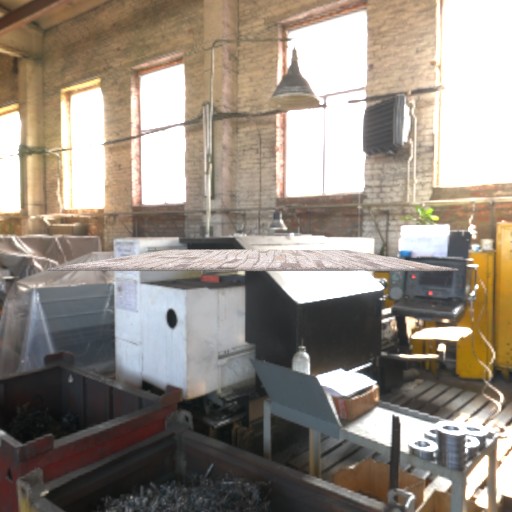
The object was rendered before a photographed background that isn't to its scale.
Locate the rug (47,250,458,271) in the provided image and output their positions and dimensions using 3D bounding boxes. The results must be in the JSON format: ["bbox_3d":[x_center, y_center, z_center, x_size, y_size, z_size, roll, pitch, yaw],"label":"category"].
[{"bbox_3d":[0.000,0.000,4.291,2.449,0.019,3.357,0,3,1],"label":"rug"}]
